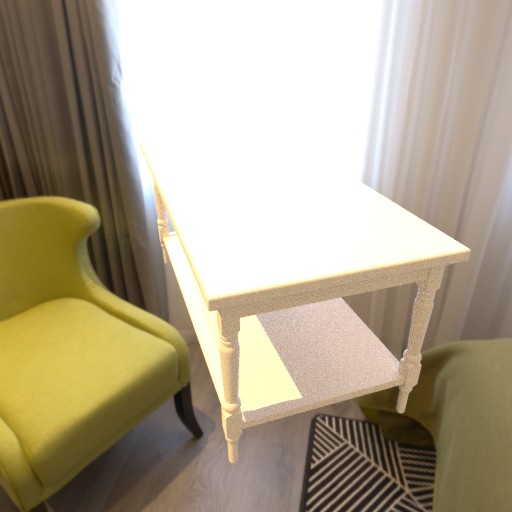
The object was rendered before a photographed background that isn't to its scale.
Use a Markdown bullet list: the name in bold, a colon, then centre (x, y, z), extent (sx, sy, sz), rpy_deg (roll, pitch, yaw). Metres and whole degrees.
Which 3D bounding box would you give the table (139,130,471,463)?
- **table**: centre (0.000, 0.000, 1.405), extent (0.550, 0.510, 1.107), rpy_deg (-9, 30, -16)
